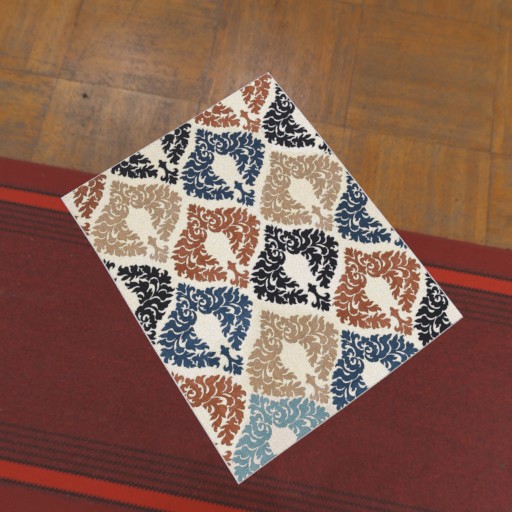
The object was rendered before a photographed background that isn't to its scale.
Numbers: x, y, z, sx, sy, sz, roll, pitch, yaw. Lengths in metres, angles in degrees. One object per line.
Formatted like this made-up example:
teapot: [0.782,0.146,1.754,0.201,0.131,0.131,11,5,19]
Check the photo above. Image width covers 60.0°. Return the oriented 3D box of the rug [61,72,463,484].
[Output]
rug: [0.000,0.000,4.083,2.423,0.014,3.040,-34,79,-8]
